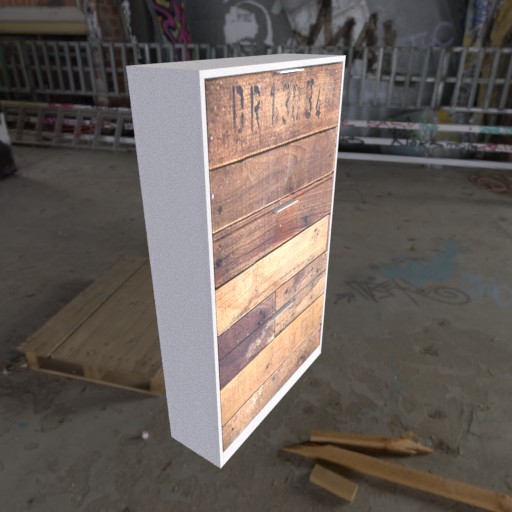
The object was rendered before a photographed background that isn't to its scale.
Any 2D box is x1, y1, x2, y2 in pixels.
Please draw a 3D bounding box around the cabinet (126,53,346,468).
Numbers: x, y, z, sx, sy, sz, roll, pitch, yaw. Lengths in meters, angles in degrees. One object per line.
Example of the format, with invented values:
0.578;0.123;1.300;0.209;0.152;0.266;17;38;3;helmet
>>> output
0.000;0.000;1.580;0.250;1.280;0.750;18;32;31;cabinet
